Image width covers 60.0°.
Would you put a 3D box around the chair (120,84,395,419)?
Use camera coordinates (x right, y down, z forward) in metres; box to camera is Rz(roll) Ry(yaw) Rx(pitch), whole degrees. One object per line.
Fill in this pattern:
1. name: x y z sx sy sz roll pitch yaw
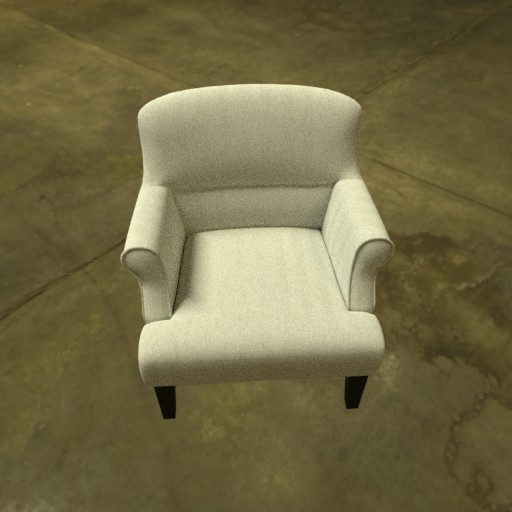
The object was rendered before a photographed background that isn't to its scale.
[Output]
1. chair: 0.000 0.000 1.488 0.781 0.875 0.750 -2 44 -2
